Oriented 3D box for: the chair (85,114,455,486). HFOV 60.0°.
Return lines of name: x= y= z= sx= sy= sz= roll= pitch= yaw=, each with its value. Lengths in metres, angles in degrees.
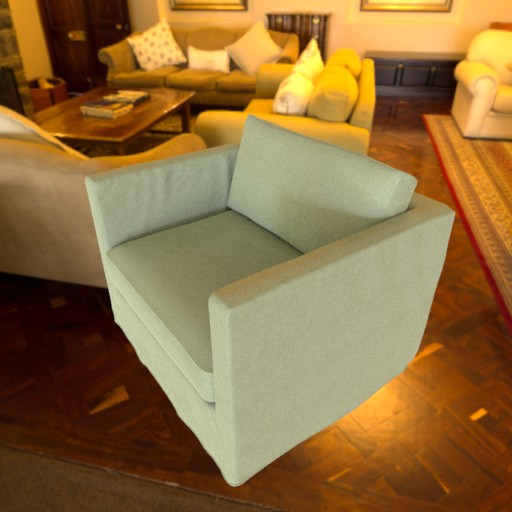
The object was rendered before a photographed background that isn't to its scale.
chair: x=0.000 y=0.000 z=1.738 sx=0.949 sy=0.863 sz=1.057 roll=-21 pitch=38 yaw=-30
